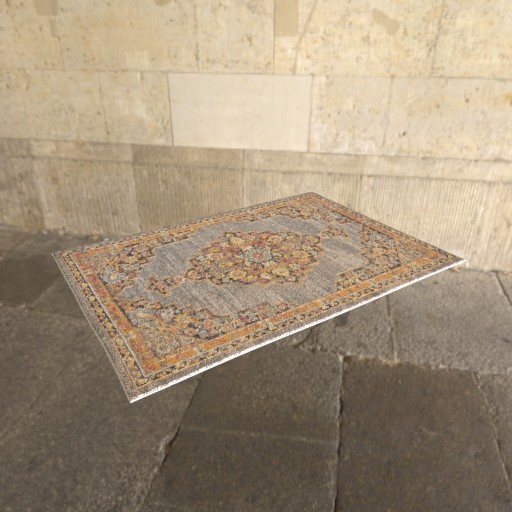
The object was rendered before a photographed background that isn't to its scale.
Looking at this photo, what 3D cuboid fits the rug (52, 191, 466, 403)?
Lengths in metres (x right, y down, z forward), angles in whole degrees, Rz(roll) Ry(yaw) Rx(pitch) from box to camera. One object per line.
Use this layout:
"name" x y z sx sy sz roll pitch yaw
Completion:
"rug" 0.000 0.000 3.993 3.063 0.024 2.158 -17 32 -29
